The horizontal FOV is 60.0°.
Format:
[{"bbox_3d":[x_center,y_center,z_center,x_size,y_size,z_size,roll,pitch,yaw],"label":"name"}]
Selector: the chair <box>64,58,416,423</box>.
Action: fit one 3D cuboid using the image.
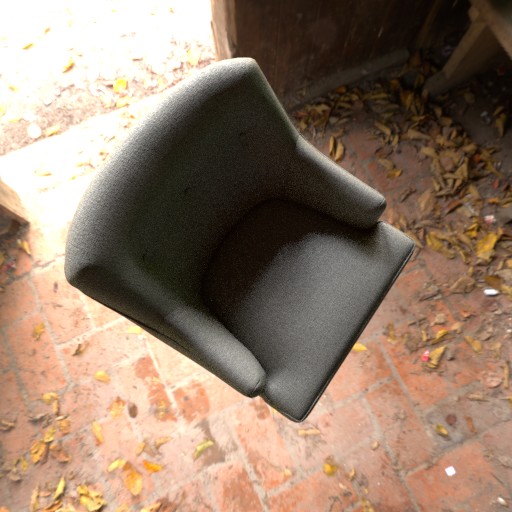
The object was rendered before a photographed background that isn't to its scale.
[{"bbox_3d":[0.000,0.000,1.588,0.923,0.856,0.864,35,78,8],"label":"chair"}]
